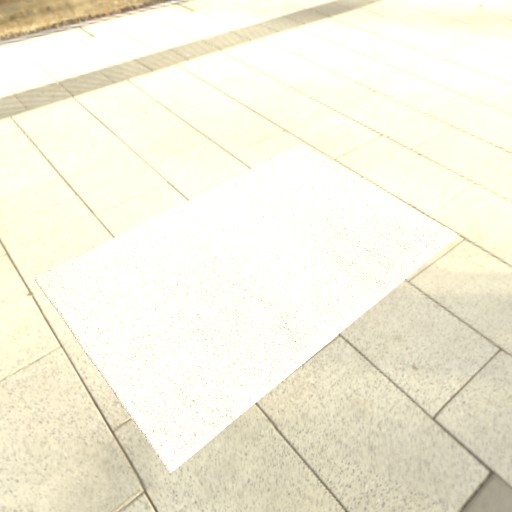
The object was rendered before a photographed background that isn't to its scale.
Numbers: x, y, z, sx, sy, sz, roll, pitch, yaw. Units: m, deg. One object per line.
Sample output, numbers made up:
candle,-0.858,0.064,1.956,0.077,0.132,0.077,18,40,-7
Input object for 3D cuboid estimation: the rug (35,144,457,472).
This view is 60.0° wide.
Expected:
rug,0.000,0.000,3.387,2.743,0.030,1.778,-32,54,-27
